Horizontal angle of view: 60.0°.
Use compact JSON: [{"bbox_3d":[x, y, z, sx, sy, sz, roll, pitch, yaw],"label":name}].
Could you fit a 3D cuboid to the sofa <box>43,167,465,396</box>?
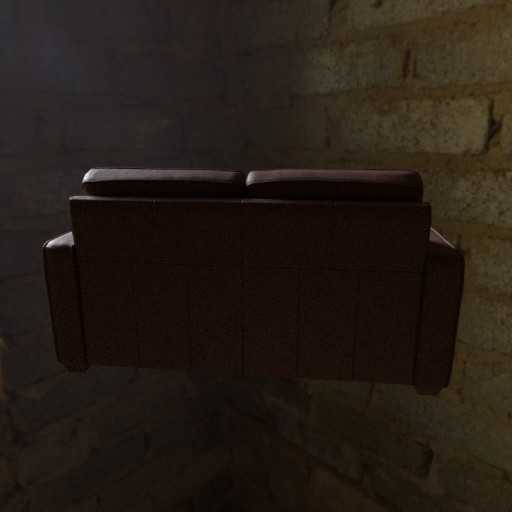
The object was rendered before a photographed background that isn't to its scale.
[{"bbox_3d":[0.000,0.000,2.214,1.709,0.918,0.947,2,16,6],"label":"sofa"}]
